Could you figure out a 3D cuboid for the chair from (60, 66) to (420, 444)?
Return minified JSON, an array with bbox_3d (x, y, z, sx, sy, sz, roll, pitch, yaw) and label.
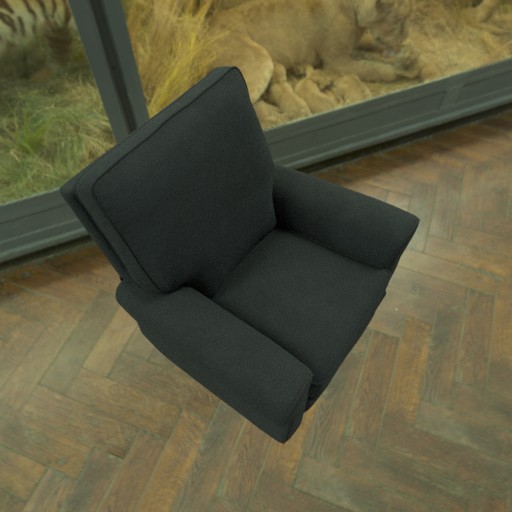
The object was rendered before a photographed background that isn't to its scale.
[{"bbox_3d":[0.000,0.000,1.586,0.878,0.961,0.890,31,61,19],"label":"chair"}]
